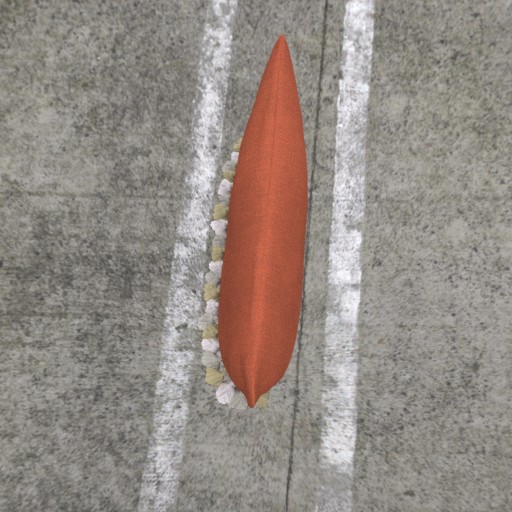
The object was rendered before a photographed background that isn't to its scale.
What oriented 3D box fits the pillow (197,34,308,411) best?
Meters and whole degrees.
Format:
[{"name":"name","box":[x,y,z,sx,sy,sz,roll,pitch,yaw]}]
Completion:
[{"name":"pillow","box":[0.000,0.000,0.744,0.165,0.482,0.490,5,74,1]}]
